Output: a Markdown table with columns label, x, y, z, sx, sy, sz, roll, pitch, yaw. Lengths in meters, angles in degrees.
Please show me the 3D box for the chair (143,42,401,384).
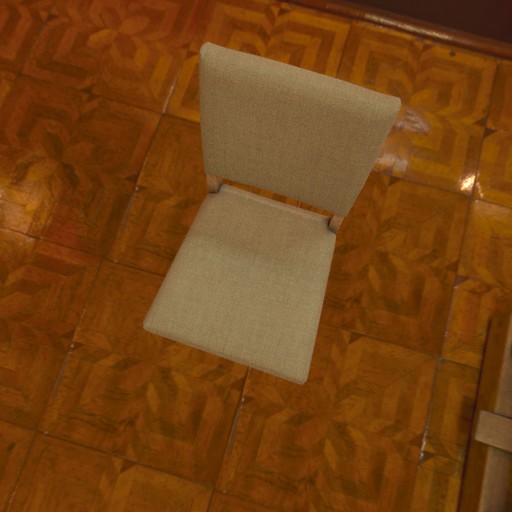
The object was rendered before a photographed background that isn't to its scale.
| label | x | y | z | sx | sy | sz | roll | pitch | yaw |
| --- | --- | --- | --- | --- | --- | --- | --- | --- | --- |
| chair | 0.000 | 0.000 | 1.328 | 0.508 | 0.986 | 0.622 | 18 | 77 | 4 |
